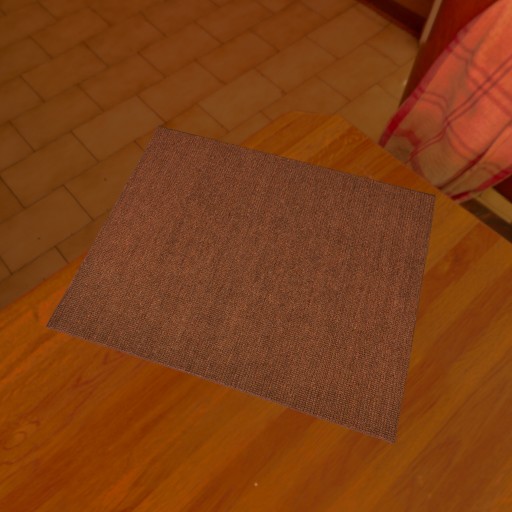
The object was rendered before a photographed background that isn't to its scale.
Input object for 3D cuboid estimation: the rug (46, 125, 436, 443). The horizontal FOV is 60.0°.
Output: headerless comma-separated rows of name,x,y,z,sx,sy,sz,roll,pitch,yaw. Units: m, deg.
rug,0.000,0.000,4.180,3.068,0.021,2.456,16,64,8
